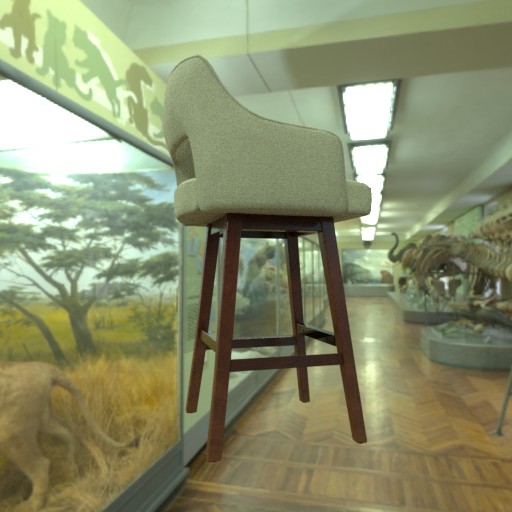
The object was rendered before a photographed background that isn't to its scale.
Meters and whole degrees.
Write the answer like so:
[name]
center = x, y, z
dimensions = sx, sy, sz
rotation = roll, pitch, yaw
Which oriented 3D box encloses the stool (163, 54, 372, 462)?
[stool]
center = 0.000, 0.000, 1.364
dimensions = 0.560, 1.041, 0.550
rotation = 1, -2, -16
